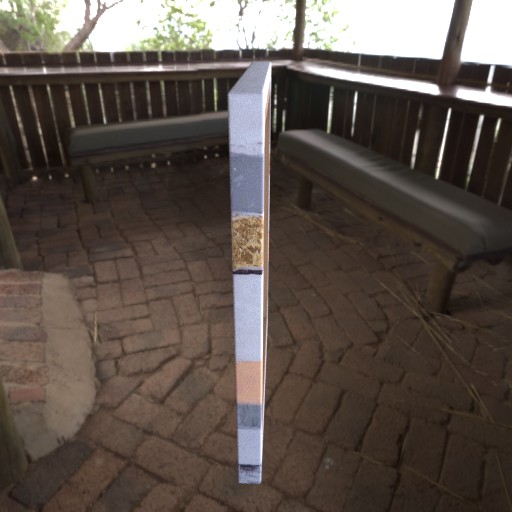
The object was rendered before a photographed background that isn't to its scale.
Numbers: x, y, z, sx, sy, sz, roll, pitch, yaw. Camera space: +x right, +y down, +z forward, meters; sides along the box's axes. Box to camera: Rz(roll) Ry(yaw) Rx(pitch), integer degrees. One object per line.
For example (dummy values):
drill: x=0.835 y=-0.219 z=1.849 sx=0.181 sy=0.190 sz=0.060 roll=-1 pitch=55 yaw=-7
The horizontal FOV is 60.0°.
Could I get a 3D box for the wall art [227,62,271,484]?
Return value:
wall art: x=0.000 y=0.000 z=0.792 sx=0.038 sy=0.609 sz=0.456 roll=1 pitch=27 yaw=2
